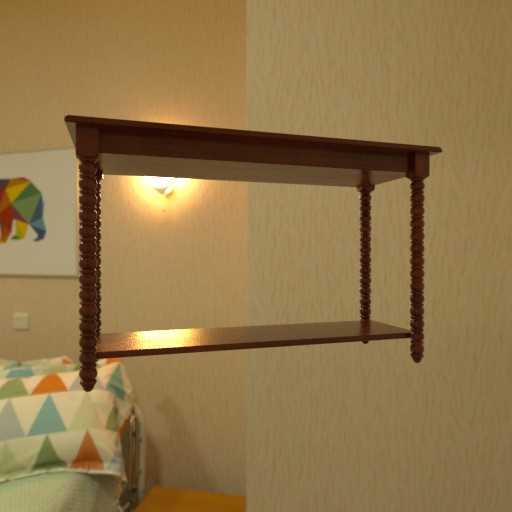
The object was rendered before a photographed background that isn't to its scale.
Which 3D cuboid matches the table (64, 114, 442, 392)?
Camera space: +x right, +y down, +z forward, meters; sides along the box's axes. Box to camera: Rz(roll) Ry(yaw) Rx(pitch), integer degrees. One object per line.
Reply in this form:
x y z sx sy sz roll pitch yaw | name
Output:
0.000 0.000 1.540 1.184 0.740 0.459 0 0 -17 | table
